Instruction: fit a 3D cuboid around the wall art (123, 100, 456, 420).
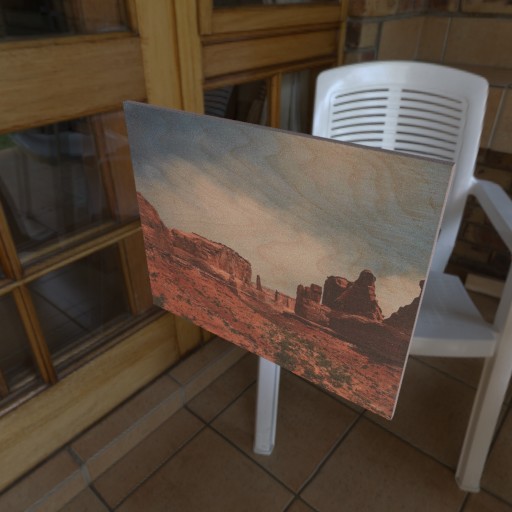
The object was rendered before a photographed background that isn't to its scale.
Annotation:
[{"bbox_3d":[0.000,0.000,0.696,0.508,0.406,0.013,20,37,29],"label":"wall art"}]
